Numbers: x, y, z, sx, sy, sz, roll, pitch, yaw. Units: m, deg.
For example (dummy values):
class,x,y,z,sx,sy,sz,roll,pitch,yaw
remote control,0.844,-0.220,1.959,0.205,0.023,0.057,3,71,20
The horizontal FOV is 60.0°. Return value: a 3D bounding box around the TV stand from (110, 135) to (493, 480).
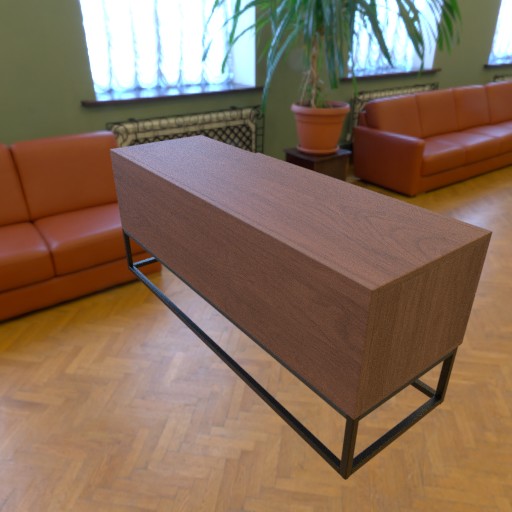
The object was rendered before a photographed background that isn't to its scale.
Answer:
class,x,y,z,sx,sy,sz,roll,pitch,yaw
TV stand,0.000,0.000,1.402,0.415,0.500,1.200,-19,33,-32
